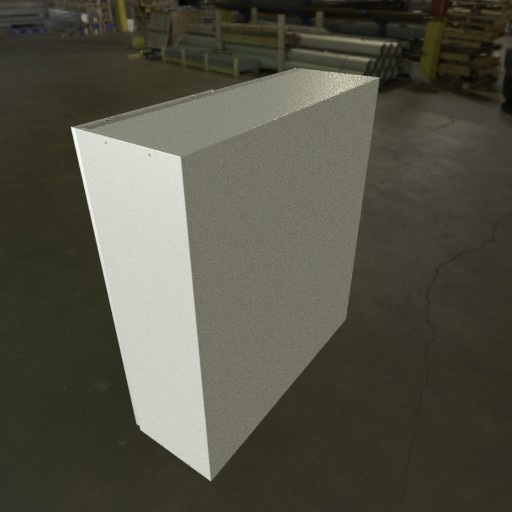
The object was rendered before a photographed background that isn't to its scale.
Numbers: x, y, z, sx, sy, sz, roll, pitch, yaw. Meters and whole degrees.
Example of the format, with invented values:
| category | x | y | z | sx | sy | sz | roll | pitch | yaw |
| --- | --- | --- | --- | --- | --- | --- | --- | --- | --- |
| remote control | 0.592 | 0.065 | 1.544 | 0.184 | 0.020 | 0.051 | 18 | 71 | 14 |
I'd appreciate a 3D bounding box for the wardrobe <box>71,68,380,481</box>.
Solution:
| category | x | y | z | sx | sy | sz | roll | pitch | yaw |
| --- | --- | --- | --- | --- | --- | --- | --- | --- | --- |
| wardrobe | 0.000 | 0.000 | 2.826 | 0.629 | 1.960 | 1.780 | 21 | 38 | 29 |
